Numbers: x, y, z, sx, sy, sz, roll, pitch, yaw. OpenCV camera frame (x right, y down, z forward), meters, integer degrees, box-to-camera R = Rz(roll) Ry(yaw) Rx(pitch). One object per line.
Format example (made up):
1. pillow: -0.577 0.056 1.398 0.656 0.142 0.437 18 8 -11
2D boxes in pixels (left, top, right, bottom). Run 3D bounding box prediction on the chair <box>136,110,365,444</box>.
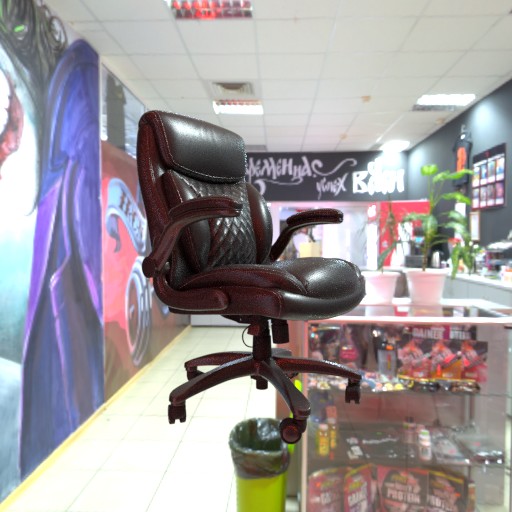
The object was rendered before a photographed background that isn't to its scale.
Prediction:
1. chair: 0.000 0.000 1.682 0.724 1.110 0.782 2 3 36
